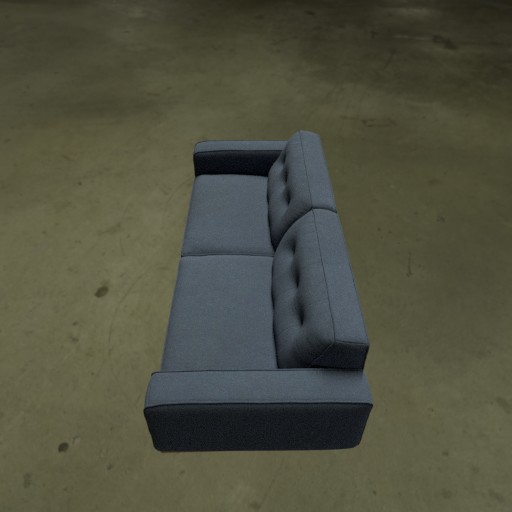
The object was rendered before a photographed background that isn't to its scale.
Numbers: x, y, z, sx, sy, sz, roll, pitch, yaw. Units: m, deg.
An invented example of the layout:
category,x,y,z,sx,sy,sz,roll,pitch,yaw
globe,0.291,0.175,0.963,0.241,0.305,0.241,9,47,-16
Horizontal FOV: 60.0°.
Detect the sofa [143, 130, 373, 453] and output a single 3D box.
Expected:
category,x,y,z,sx,sy,sz,roll,pitch,yaw
sofa,0.000,0.000,2.731,0.953,0.782,2.270,0,42,0
